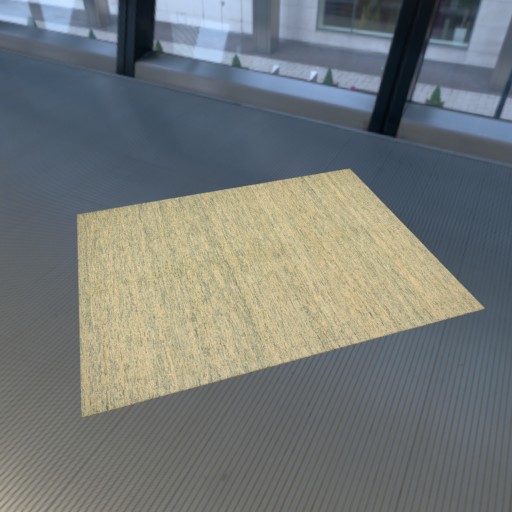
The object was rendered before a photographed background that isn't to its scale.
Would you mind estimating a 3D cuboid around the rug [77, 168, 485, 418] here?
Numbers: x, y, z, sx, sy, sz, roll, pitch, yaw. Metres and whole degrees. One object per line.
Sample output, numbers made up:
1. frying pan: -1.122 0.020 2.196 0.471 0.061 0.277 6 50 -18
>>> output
1. rug: 0.000 0.000 4.181 3.201 0.014 2.437 -12 42 -13
